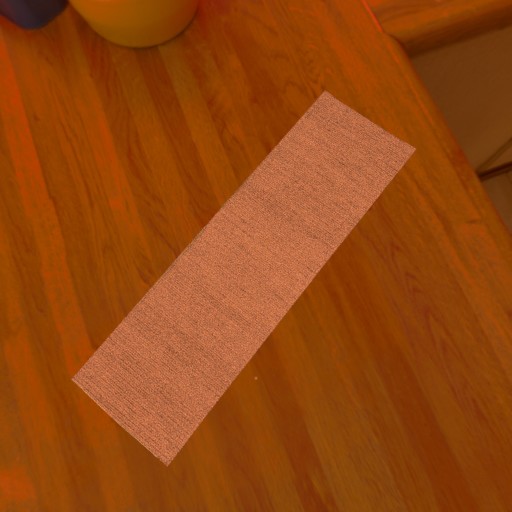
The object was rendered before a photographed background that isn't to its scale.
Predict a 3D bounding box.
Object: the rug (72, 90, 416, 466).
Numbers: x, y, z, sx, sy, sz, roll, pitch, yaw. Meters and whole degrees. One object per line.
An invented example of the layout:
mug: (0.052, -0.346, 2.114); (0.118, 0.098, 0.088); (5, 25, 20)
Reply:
rug: (0.000, 0.000, 2.561); (0.692, 0.032, 2.320); (38, 78, 10)
